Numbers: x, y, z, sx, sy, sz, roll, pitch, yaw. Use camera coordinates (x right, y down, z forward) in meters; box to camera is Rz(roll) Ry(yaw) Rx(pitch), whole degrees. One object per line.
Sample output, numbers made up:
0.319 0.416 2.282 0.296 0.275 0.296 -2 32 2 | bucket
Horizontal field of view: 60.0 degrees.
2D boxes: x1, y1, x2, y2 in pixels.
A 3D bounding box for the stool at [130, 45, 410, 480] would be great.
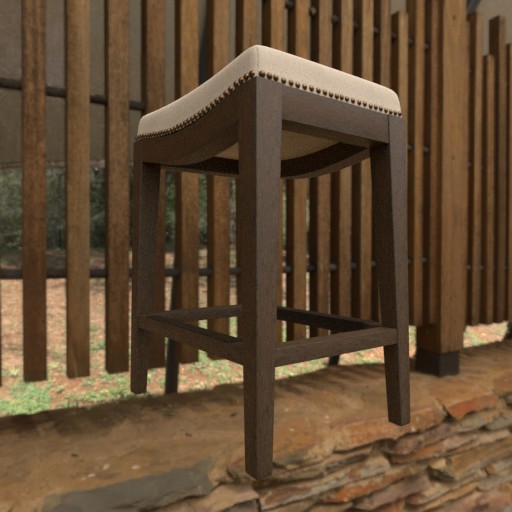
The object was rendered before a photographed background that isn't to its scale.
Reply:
0.000 0.000 0.932 0.361 0.642 0.500 0 1 -36 | stool
